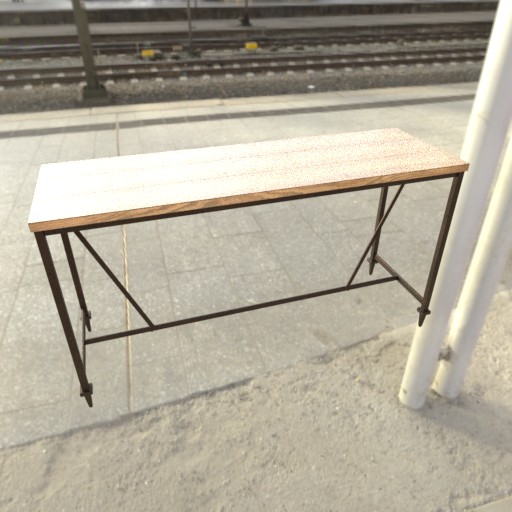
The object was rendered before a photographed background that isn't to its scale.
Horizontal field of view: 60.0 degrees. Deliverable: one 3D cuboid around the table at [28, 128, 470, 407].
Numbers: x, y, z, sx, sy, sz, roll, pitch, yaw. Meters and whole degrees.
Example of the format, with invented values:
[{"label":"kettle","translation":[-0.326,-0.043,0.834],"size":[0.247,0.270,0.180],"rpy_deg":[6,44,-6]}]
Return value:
[{"label":"table","translation":[0.000,0.000,2.079],"size":[1.700,0.902,0.551],"rpy_deg":[-10,34,-15]}]
